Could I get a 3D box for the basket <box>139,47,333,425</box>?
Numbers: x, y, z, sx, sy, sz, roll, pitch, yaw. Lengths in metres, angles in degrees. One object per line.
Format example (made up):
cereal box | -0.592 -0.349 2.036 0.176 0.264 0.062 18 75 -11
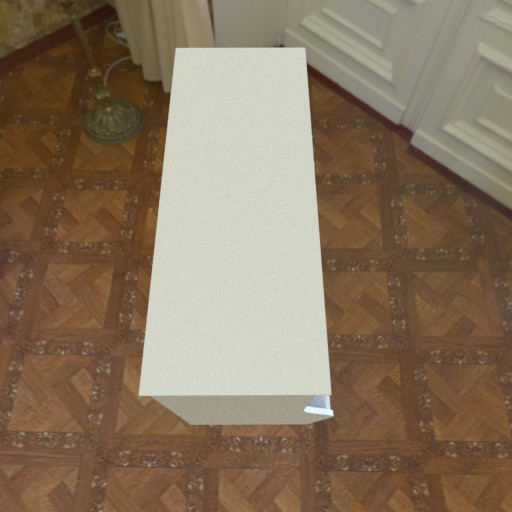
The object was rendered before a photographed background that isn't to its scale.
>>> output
basket | 0.000 0.000 1.158 0.376 0.625 0.792 0 64 0
